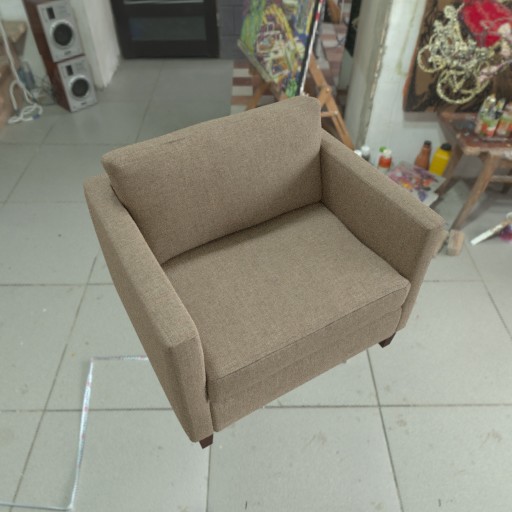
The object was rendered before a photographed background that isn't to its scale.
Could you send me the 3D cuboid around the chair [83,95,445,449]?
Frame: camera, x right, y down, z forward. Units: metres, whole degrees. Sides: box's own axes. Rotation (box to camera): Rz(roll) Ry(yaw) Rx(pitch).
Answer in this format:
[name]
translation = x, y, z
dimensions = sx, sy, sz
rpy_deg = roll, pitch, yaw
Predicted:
[chair]
translation = 0.000, 0.000, 1.876
dimensions = 1.107, 0.987, 0.959
rpy_deg = -22, 49, -21
